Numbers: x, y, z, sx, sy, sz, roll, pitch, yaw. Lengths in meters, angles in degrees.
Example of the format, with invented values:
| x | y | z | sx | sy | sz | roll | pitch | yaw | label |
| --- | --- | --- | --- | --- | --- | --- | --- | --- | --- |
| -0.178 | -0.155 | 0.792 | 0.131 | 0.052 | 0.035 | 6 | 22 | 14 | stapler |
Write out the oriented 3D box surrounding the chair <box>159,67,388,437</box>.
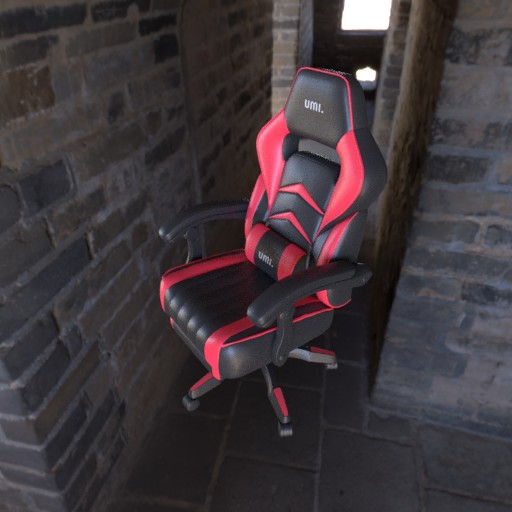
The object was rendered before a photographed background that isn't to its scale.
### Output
| x | y | z | sx | sy | sz | roll | pitch | yaw | label |
| --- | --- | --- | --- | --- | --- | --- | --- | --- | --- |
| 0.000 | 0.000 | 1.629 | 0.700 | 1.220 | 0.700 | -22 | 39 | -30 | chair |
